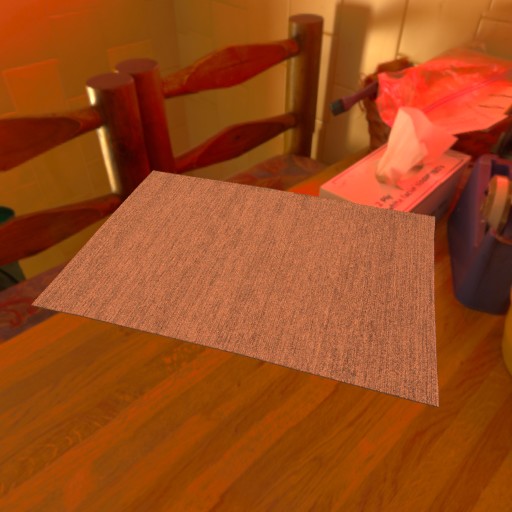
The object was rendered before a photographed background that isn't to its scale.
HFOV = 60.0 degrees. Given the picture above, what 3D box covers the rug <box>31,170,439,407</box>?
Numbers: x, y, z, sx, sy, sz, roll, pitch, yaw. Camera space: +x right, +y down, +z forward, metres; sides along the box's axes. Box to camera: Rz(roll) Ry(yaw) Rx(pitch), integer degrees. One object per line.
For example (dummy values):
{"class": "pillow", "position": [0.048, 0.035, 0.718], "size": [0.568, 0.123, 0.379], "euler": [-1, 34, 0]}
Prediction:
{"class": "rug", "position": [0.000, 0.000, 2.983], "size": [2.338, 0.030, 1.616], "euler": [11, 43, 12]}
